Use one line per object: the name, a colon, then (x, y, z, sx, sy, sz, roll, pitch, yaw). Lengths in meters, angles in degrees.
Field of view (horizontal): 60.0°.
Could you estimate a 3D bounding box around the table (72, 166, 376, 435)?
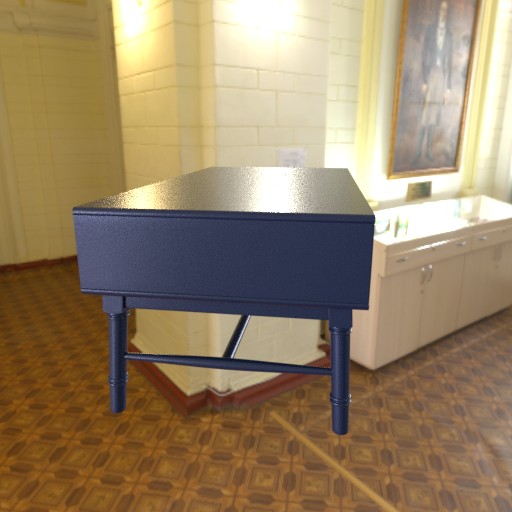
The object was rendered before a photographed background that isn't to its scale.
table: (0.000, 0.000, 1.354, 0.572, 0.457, 1.067, 2, 16, 8)
